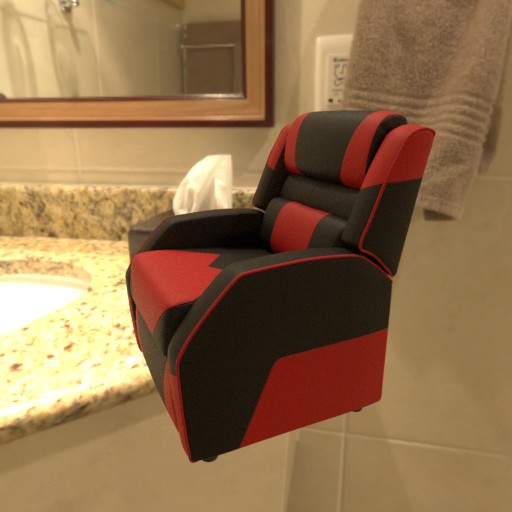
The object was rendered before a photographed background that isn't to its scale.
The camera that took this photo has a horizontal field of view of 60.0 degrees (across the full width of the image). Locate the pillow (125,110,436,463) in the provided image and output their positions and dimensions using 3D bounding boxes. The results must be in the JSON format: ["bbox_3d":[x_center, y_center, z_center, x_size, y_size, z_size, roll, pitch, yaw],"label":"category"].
[{"bbox_3d":[0.000,0.000,1.286,0.672,0.805,0.620,-8,20,-24],"label":"pillow"}]
